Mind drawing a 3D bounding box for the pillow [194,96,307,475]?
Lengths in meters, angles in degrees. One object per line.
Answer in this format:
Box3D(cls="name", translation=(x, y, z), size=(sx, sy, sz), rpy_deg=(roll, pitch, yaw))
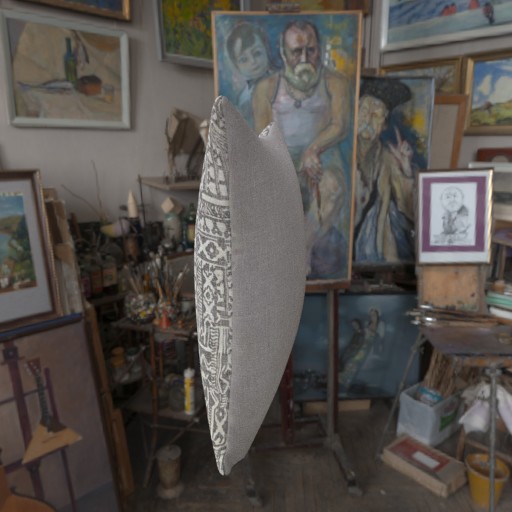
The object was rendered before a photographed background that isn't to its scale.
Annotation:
Box3D(cls="pillow", translation=(0.000, 0.000, 0.789), size=(0.180, 0.487, 0.546), rpy_deg=(2, 14, 8))
